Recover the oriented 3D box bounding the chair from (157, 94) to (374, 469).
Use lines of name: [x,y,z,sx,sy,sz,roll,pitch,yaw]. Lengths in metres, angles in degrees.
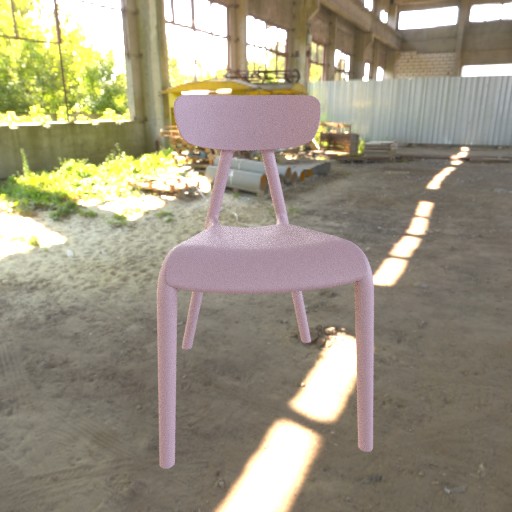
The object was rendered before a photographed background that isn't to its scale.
chair: [0.000,0.000,0.828,0.356,0.580,0.401,-2,18,-6]
